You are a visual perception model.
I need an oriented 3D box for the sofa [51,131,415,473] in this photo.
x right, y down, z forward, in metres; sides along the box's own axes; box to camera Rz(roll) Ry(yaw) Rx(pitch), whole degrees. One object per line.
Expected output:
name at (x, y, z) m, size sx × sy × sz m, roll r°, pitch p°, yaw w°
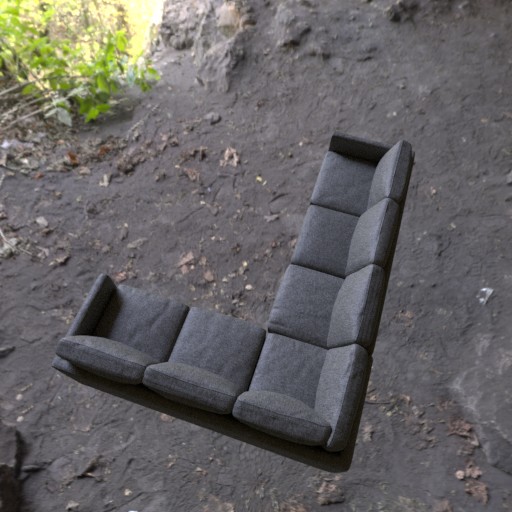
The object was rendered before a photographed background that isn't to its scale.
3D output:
sofa at (0.000, 0.000, 4.428) m, size 2.593 × 0.947 × 3.302 m, roll 16°, pitch 64°, yaw 8°
